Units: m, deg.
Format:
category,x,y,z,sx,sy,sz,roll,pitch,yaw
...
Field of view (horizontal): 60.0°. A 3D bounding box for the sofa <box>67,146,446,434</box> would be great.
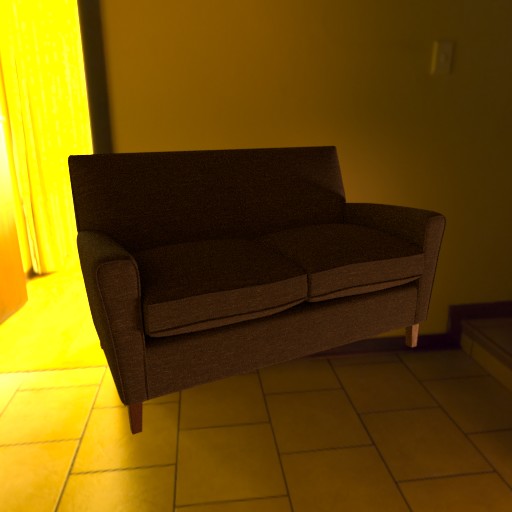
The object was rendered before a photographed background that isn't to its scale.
category,x,y,z,sx,sy,sz,roll,pitch,yaw
sofa,0.000,0.000,2.032,1.509,0.905,0.867,-9,19,-26
